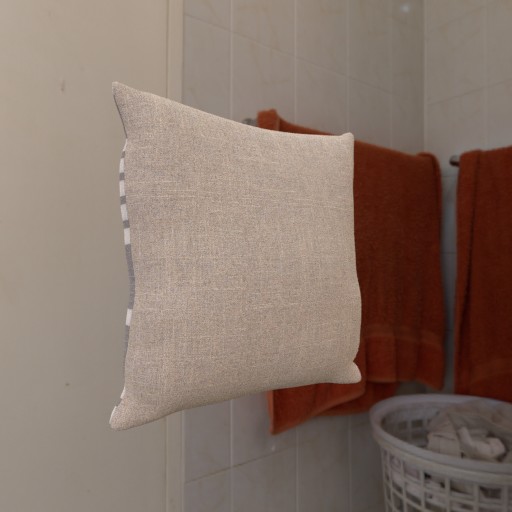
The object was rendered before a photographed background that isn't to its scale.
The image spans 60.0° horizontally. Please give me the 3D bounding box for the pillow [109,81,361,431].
[{"bbox_3d":[0.000,0.000,0.668,0.439,0.440,0.182,1,-1,-35],"label":"pillow"}]
